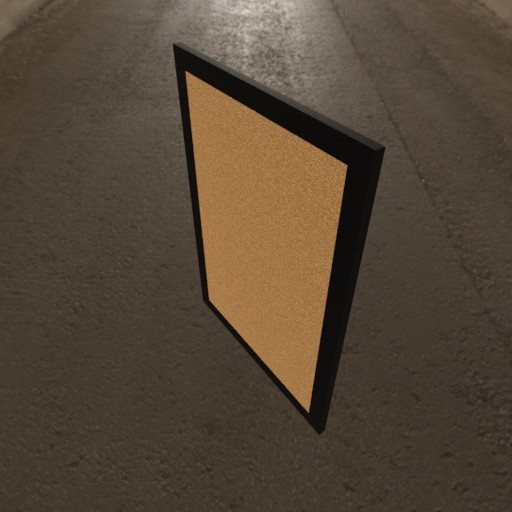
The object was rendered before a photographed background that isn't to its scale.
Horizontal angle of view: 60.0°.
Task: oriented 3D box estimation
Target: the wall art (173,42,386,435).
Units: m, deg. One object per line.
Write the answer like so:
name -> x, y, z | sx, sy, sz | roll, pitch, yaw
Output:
wall art -> 0.000, 0.000, 0.593 | 0.011, 0.459, 0.326 | -26, 48, -26
